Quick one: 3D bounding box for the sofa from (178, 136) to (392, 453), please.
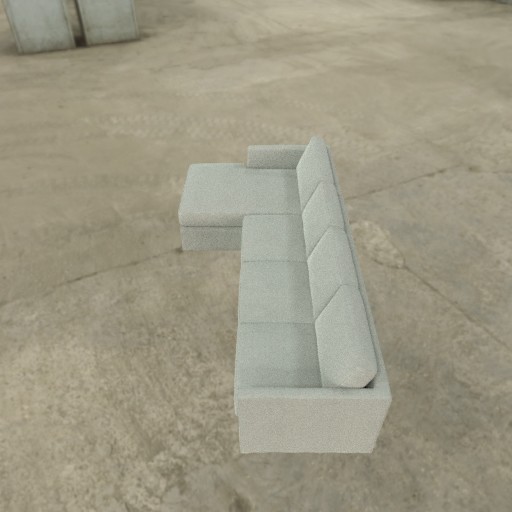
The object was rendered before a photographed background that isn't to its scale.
[{"bbox_3d":[0.000,0.000,3.990,1.650,0.922,3.205,0,41,0],"label":"sofa"}]
